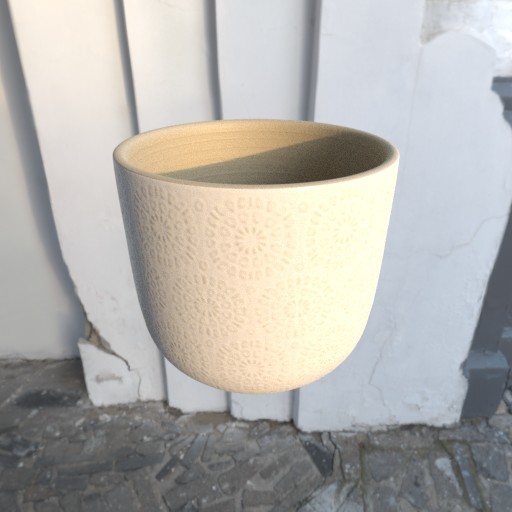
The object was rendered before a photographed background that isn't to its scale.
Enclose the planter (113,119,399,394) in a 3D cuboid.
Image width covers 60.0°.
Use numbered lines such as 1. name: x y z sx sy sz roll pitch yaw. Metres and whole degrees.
1. planter: 0.000 0.000 0.376 0.208 0.190 0.208 0 27 0
